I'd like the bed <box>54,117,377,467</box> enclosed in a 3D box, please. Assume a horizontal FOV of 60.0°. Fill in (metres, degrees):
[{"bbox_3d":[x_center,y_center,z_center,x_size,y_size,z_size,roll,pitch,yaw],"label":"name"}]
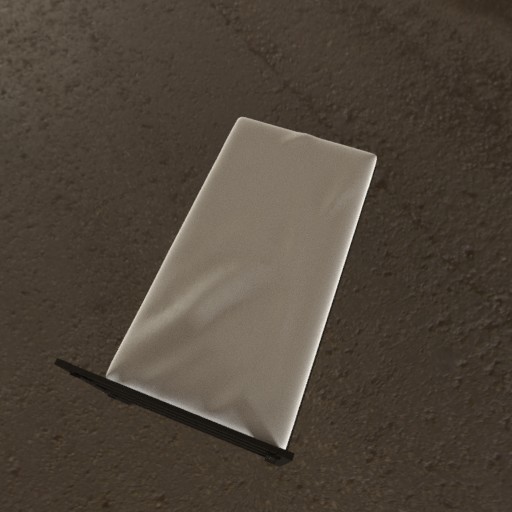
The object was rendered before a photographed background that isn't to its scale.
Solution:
[{"bbox_3d":[0.000,0.000,2.502,0.991,0.967,1.930,18,65,9],"label":"bed"}]
